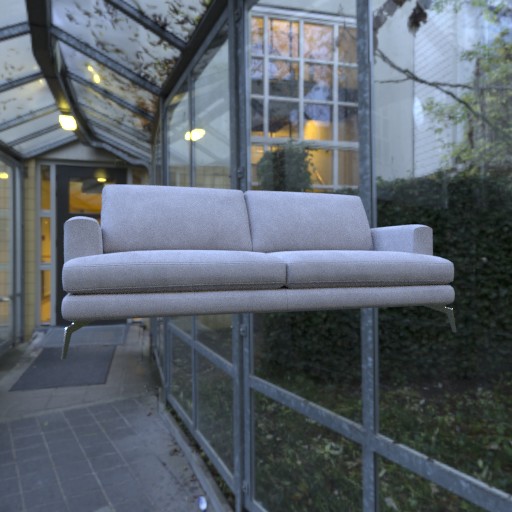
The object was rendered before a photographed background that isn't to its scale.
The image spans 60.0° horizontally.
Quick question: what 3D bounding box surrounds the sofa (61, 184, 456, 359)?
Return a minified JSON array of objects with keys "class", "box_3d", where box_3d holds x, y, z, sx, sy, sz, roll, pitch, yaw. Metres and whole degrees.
[{"class":"sofa","box_3d":[0.000,0.000,2.566,2.013,0.830,0.980,0,0,-18]}]
